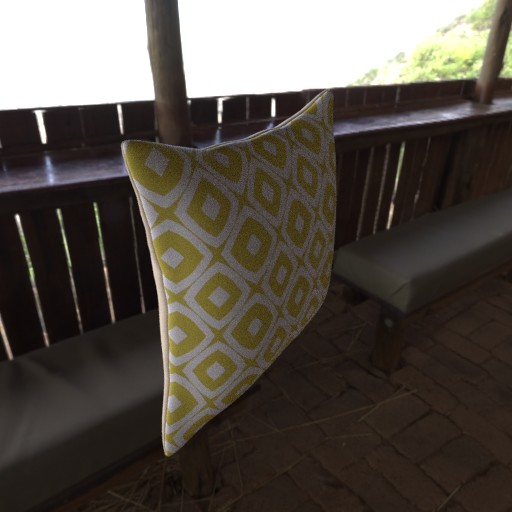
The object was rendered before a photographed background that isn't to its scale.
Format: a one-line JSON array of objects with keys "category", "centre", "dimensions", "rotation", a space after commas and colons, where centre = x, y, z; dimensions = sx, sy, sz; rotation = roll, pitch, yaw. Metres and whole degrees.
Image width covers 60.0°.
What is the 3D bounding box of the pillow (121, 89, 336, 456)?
[{"category": "pillow", "centre": [0.000, 0.000, 0.766], "dimensions": [0.188, 0.494, 0.504], "rotation": [17, 32, 30]}]
